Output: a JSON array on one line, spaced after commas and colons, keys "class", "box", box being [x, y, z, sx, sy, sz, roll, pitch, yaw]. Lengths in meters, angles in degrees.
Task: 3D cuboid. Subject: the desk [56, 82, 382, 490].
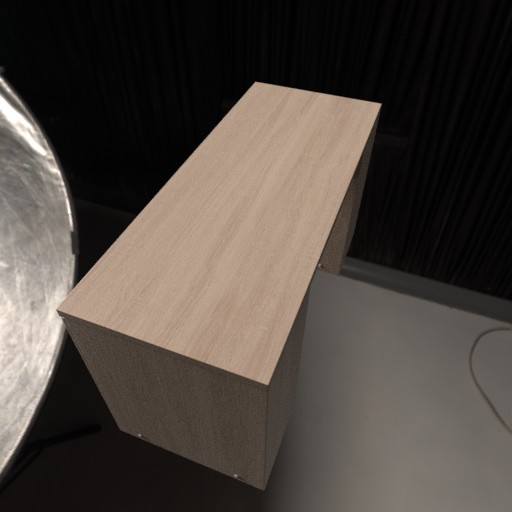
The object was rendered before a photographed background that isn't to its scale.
[{"class": "desk", "box": [0.000, 0.000, 1.763, 0.600, 0.740, 1.390, 16, 48, 15]}]
